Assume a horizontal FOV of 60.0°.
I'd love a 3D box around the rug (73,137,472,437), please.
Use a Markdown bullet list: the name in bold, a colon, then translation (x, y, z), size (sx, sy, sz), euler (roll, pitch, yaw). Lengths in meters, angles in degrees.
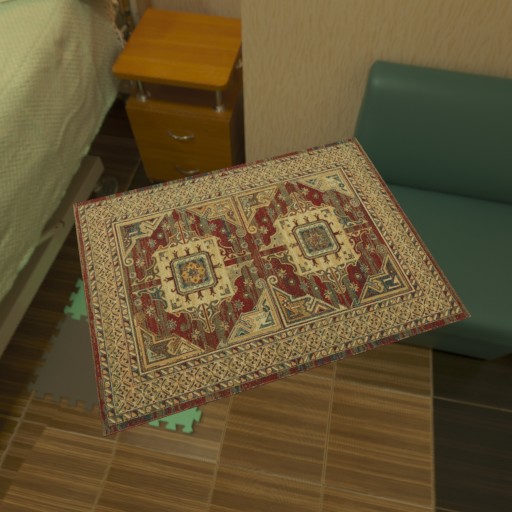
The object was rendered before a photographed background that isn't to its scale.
- **rug**: translation (0.000, 0.000, 4.226), size (3.197, 0.013, 2.381), euler (-15, 58, -10)
